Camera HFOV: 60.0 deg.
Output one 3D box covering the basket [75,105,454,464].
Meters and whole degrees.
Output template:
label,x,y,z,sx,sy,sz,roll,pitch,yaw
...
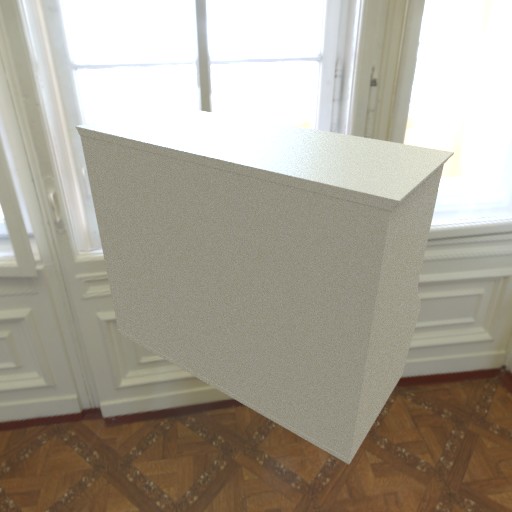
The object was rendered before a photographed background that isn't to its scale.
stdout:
label,x,y,z,sx,sy,sz,roll,pitch,yaw
basket,0.000,0.000,1.146,0.792,0.625,0.376,19,35,30
